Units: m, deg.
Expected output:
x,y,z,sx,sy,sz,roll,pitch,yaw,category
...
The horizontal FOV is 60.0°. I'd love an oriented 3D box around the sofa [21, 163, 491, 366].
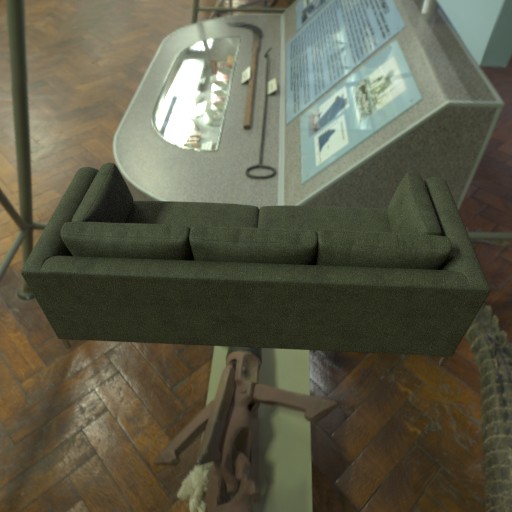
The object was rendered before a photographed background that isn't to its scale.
x,y,z,sx,sy,sz,roll,pitch,yaw,category
0.000,0.000,2.818,2.415,0.867,0.969,2,46,2,sofa
